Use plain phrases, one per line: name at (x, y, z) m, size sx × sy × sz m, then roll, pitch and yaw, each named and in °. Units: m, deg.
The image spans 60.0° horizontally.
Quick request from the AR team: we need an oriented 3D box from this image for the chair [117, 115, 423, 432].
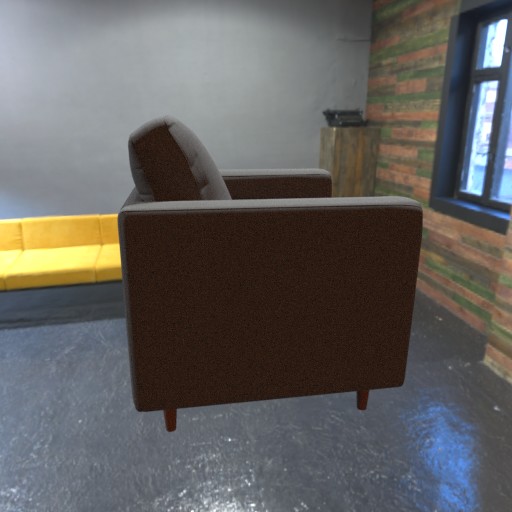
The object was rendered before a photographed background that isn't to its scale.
chair at (0.000, 0.000, 1.532) m, size 0.800 × 0.927 × 0.854 m, roll -3°, pitch 17°, yaw -9°
